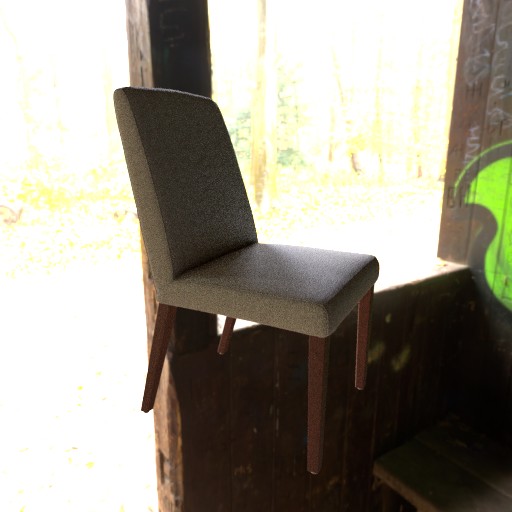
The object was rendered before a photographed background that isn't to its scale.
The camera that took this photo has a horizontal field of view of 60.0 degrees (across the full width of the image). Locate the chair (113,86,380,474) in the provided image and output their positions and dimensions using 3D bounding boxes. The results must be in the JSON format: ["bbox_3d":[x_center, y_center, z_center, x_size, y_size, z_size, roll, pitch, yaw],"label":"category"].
[{"bbox_3d":[0.000,0.000,1.239,0.594,0.900,0.480,8,16,27],"label":"chair"}]
